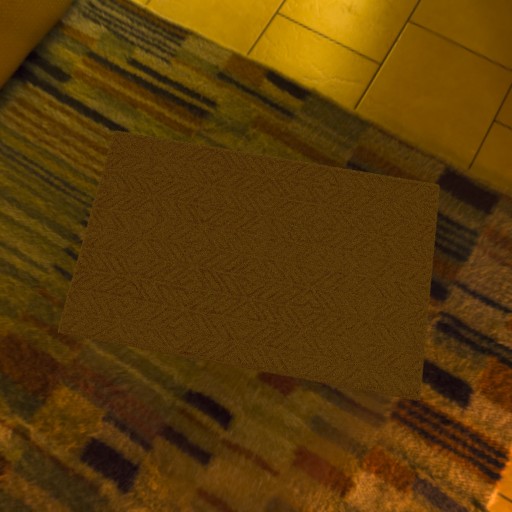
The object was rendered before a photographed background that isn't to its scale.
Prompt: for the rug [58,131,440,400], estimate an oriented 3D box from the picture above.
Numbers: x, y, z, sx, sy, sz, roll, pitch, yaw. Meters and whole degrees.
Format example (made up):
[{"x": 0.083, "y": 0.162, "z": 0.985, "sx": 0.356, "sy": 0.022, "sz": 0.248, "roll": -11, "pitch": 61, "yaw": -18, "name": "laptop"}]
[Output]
[{"x": 0.000, "y": 0.000, "z": 3.098, "sx": 2.438, "sy": 0.008, "sz": 1.523, "roll": 10, "pitch": 77, "yaw": 2, "name": "rug"}]
